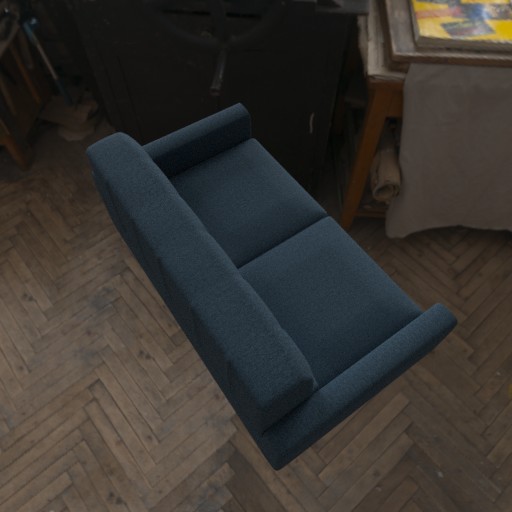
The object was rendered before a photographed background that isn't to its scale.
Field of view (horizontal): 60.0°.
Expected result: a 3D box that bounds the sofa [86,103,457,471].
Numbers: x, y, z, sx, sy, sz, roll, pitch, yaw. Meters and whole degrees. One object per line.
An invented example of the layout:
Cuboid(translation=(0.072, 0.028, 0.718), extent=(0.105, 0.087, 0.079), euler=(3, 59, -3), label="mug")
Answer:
Cuboid(translation=(0.000, 0.000, 2.179), extent=(0.942, 0.896, 1.651), euler=(-31, 63, -17), label="sofa")
